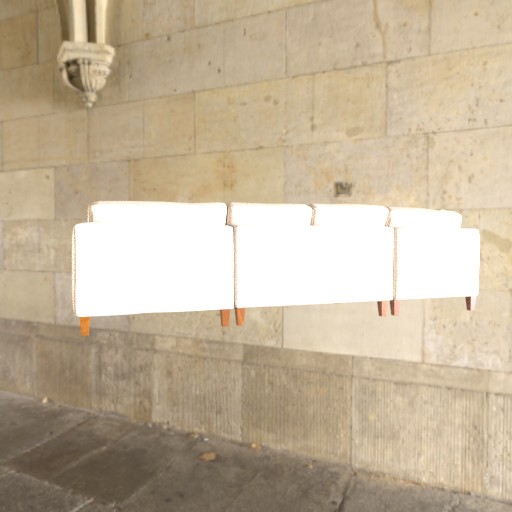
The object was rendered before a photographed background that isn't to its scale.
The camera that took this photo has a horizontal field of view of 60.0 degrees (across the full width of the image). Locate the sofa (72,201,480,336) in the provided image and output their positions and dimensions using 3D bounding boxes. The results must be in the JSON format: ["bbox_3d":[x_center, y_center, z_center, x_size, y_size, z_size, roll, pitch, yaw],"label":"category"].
[{"bbox_3d":[0.000,0.000,4.675,3.460,0.961,2.594,-1,2,-19],"label":"sofa"}]
